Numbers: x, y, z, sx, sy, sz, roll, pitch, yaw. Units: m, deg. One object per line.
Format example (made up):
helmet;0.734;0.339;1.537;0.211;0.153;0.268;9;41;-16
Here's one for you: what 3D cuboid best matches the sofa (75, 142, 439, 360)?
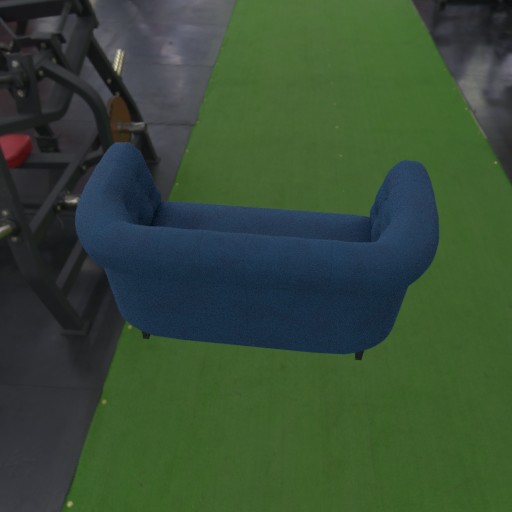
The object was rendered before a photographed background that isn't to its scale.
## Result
sofa;0.000;0.000;2.162;1.558;0.827;0.835;5;45;5
